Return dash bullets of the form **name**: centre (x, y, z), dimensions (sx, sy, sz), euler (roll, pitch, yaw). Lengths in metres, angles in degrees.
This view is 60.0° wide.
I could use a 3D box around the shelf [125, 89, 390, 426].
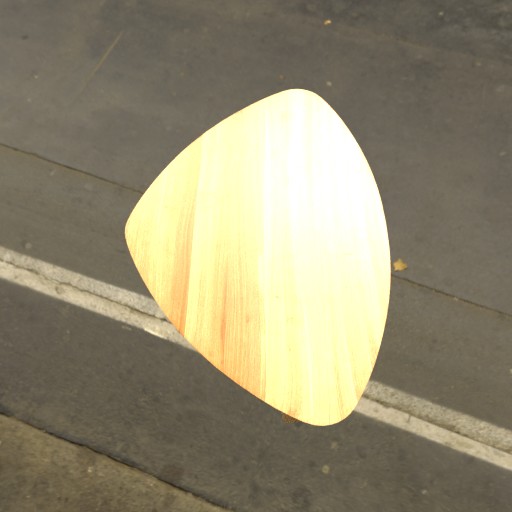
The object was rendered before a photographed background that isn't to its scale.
- **shelf**: centre (0.000, 0.000, 1.663), dimensions (0.863, 0.439, 1.240), euler (-1, 64, 0)
